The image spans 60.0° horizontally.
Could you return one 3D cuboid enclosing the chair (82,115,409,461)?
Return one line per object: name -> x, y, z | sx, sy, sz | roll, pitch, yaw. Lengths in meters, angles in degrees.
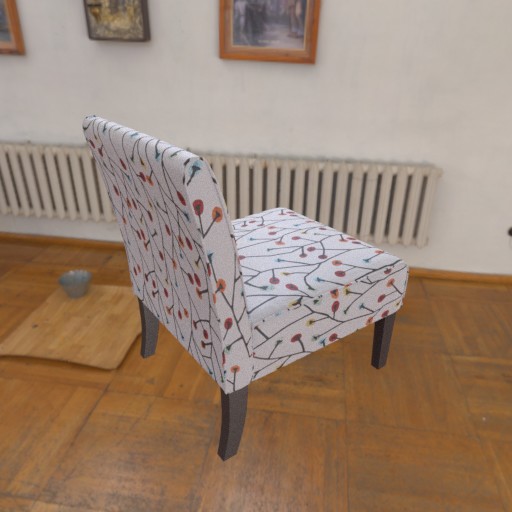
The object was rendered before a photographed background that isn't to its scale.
chair -> 0.000, 0.000, 1.336 | 0.732, 0.813, 0.597 | -18, 32, -32
